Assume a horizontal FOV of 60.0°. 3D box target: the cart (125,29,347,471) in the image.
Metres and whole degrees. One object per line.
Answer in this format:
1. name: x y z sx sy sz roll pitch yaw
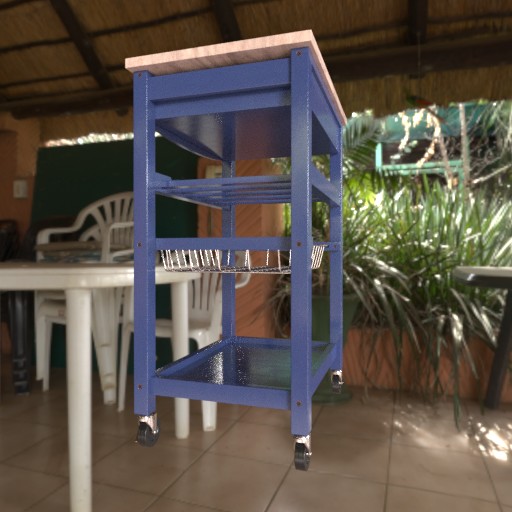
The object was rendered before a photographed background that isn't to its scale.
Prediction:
1. cart: 0.000 0.000 1.158 0.403 0.839 0.584 0 0 18
